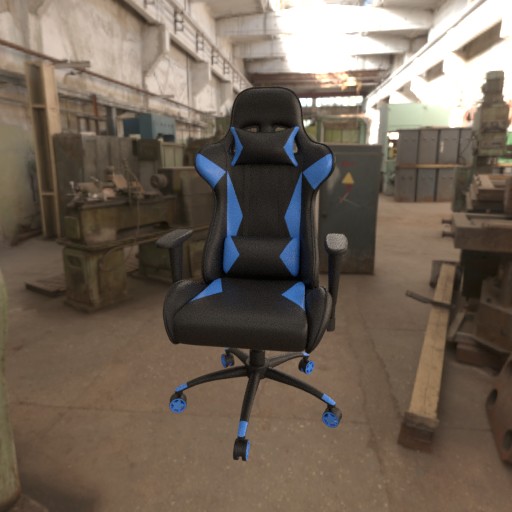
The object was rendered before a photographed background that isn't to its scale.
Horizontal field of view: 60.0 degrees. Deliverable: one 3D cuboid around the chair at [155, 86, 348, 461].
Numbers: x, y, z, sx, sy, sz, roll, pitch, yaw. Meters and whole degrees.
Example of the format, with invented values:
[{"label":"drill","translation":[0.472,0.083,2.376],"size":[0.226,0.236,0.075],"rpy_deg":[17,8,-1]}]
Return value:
[{"label":"chair","translation":[0.000,0.000,1.685],"size":[0.695,1.282,0.730],"rpy_deg":[2,14,9]}]
